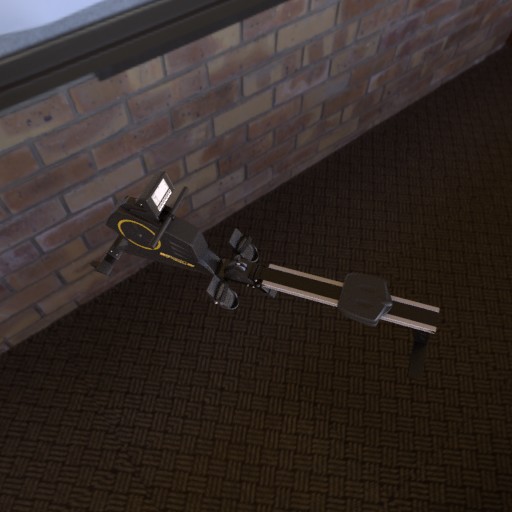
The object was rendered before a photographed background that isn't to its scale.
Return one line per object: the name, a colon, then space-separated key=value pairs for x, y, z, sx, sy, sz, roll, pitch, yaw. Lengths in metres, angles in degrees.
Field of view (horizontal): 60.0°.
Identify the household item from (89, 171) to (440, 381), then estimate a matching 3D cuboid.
household item: x=0.000 y=0.000 z=2.630 sx=2.251 sy=0.810 sz=0.521 roll=17 pitch=59 yaw=11
